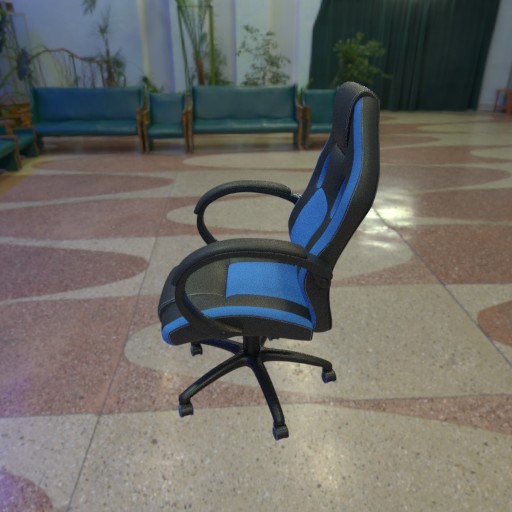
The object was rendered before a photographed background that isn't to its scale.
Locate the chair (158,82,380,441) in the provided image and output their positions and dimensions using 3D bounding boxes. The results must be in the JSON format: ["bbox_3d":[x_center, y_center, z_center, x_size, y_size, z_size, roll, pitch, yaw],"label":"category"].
[{"bbox_3d":[0.000,0.000,1.636,0.724,1.187,0.673,0,26,0],"label":"chair"}]
